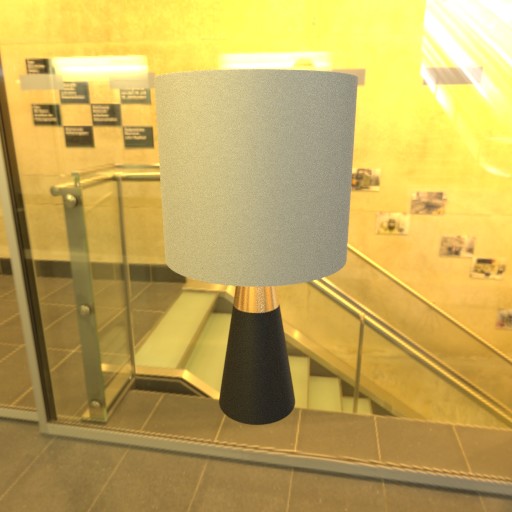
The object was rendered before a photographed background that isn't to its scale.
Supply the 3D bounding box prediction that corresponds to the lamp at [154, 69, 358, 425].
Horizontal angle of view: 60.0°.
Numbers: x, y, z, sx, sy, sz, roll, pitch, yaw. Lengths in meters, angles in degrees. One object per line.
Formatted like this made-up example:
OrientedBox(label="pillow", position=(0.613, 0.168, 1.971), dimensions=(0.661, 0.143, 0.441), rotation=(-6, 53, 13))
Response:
OrientedBox(label="lamp", position=(0.000, 0.000, 0.767), dimensions=(0.308, 0.580, 0.308), rotation=(-3, 17, -9))
